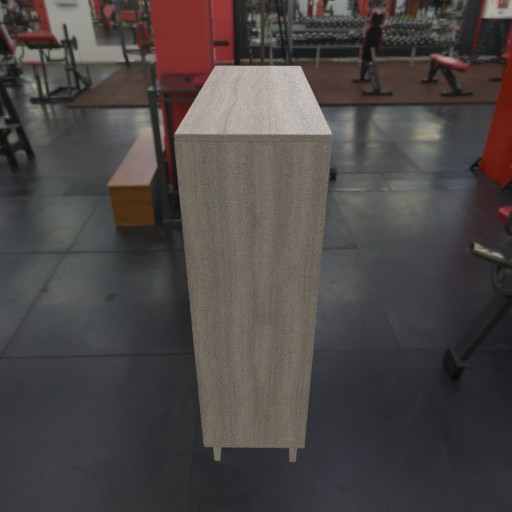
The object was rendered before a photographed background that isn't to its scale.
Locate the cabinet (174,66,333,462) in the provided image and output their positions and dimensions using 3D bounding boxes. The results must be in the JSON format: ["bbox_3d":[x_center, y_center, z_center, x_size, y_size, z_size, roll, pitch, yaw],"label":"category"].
[{"bbox_3d":[0.000,0.000,1.942,0.398,1.388,1.111,0,31,1],"label":"cabinet"}]
